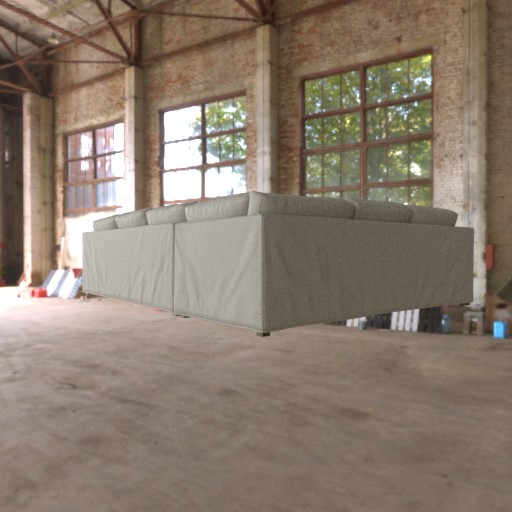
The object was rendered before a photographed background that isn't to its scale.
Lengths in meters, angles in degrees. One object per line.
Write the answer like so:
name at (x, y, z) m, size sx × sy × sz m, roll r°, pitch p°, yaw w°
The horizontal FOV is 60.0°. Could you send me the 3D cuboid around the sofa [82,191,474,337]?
sofa at (0.000, 0.000, 4.414) m, size 2.432 × 0.871 × 3.182 m, roll -1°, pitch 1°, yaw -38°
